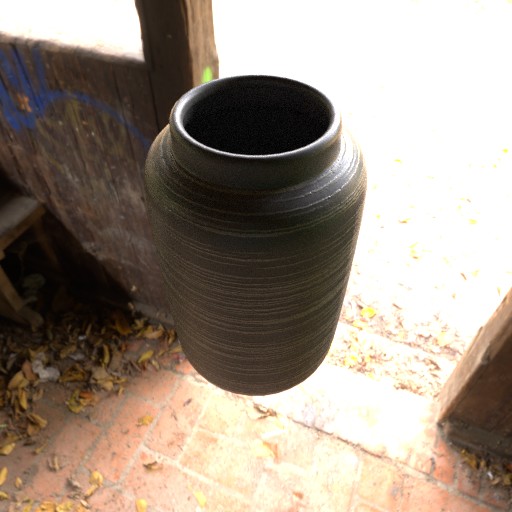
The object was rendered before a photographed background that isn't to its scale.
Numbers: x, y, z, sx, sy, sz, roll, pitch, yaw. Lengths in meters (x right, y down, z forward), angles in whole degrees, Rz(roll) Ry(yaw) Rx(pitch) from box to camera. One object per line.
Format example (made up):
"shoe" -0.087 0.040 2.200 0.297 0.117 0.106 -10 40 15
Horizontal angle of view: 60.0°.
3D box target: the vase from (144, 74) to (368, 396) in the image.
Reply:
"vase" 0.000 0.000 0.701 0.297 0.499 0.297 0 47 0
